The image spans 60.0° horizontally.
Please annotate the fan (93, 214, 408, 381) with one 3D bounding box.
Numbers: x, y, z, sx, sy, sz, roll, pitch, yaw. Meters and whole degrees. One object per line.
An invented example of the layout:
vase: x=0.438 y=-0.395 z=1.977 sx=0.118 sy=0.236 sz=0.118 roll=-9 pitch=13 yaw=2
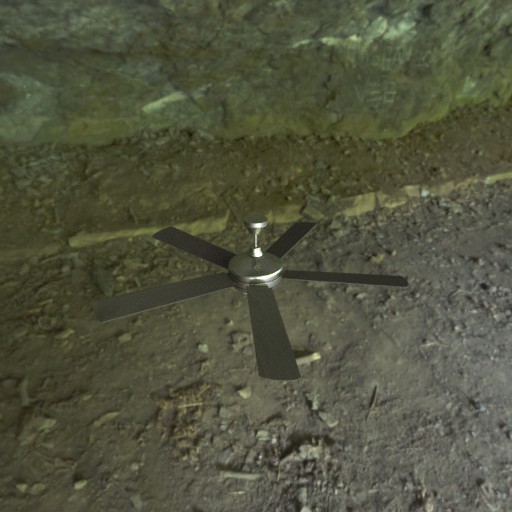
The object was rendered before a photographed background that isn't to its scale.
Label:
fan: x=0.000 y=0.000 z=1.975 sx=1.321 sy=0.356 sz=1.321 roll=8 pitch=28 yaw=15
